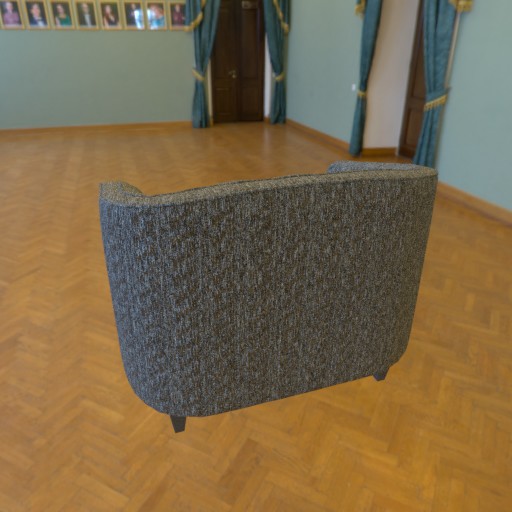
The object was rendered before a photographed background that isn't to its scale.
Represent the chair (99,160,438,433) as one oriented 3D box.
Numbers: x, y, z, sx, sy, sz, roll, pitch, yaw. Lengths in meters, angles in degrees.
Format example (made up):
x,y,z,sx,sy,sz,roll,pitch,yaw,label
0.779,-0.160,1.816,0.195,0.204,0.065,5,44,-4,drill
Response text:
x,y,z,sx,sy,sz,roll,pitch,yaw,label
0.000,0.000,1.728,1.104,0.852,0.941,-8,27,-17,chair
